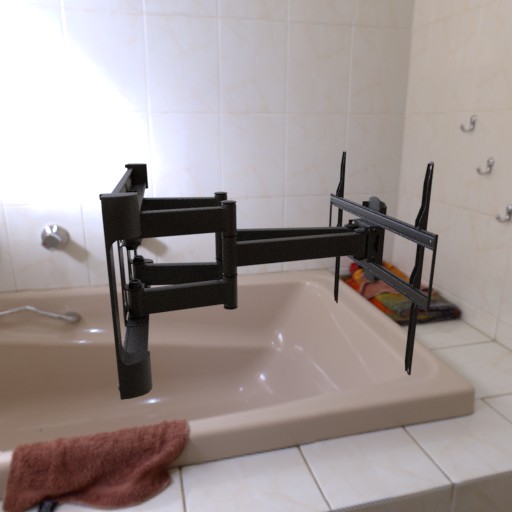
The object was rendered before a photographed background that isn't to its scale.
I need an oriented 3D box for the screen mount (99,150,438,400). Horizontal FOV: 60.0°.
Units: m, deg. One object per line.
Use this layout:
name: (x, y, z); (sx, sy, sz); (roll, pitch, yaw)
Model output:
screen mount: (0.000, 0.000, 0.964); (0.556, 0.424, 0.571); (-3, 17, -11)
